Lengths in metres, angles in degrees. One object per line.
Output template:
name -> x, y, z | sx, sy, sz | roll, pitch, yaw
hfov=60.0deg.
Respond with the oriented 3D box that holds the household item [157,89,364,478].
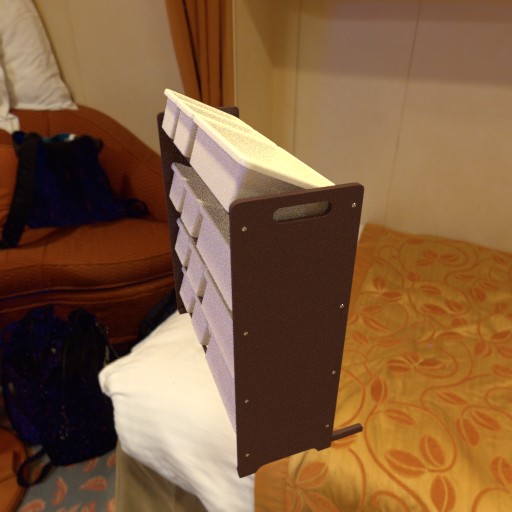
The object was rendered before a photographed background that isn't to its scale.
household item -> 0.000, 0.000, 1.336 | 0.389, 0.864, 0.787 | -11, 32, -18
